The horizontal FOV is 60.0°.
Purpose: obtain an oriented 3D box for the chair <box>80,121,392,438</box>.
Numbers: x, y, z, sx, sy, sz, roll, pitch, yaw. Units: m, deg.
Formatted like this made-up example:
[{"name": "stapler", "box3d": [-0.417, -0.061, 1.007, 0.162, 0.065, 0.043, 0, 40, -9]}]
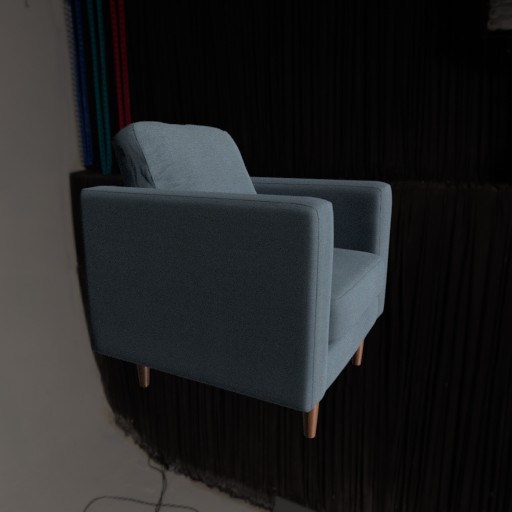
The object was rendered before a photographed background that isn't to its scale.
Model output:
[{"name": "chair", "box3d": [0.000, 0.000, 1.589, 0.820, 0.922, 0.855, 7, 14, 27]}]
